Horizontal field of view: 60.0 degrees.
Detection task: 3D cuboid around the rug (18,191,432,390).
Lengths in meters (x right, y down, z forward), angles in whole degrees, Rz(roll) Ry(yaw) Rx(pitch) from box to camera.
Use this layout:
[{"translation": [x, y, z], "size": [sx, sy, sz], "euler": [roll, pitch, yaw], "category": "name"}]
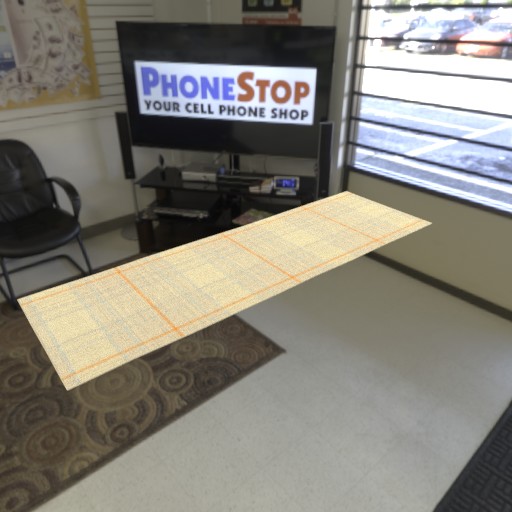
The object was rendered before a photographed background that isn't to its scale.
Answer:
[{"translation": [0.000, 0.000, 2.617], "size": [2.442, 0.016, 0.770], "euler": [-21, 35, -33], "category": "rug"}]
